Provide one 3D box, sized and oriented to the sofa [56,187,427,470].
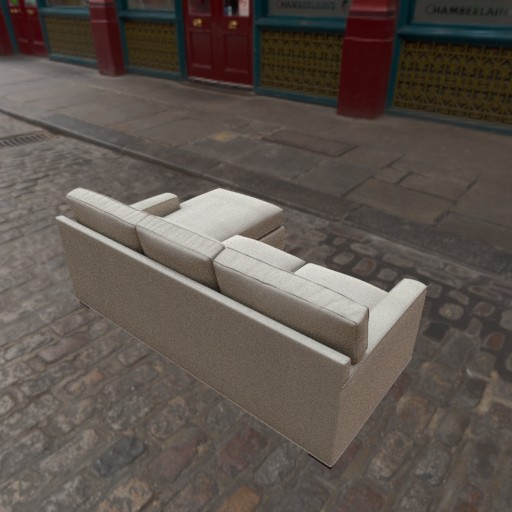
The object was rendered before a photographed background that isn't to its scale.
[{"bbox_3d":[0.000,0.000,2.864,2.087,0.861,1.496,22,37,33],"label":"sofa"}]
